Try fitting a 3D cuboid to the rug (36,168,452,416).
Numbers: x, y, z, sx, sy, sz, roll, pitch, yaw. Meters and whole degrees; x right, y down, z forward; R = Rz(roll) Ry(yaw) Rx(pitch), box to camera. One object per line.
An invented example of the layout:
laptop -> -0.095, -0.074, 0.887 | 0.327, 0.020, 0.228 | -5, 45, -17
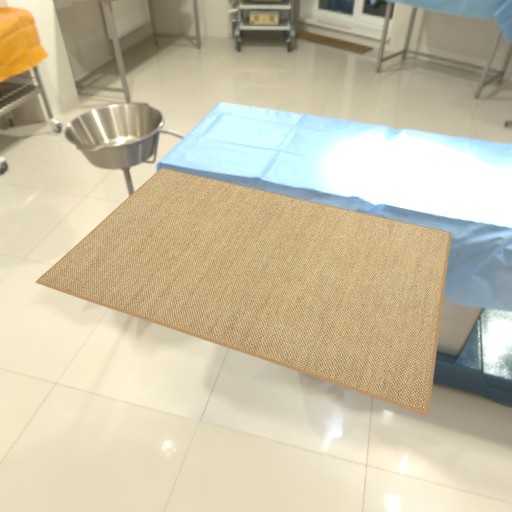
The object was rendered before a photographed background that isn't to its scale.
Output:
rug -> 0.000, 0.000, 2.071 | 1.668, 0.012, 1.061 | 15, 43, 17
